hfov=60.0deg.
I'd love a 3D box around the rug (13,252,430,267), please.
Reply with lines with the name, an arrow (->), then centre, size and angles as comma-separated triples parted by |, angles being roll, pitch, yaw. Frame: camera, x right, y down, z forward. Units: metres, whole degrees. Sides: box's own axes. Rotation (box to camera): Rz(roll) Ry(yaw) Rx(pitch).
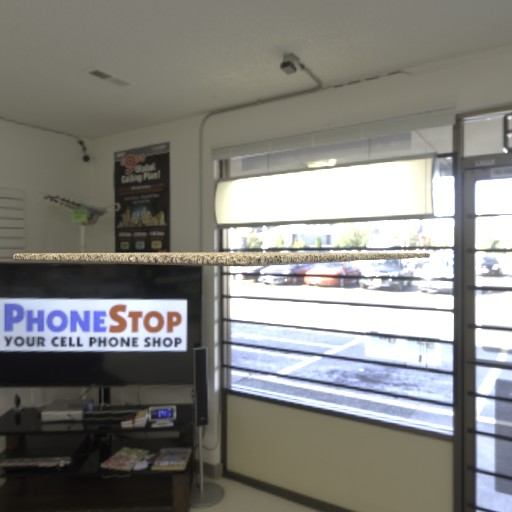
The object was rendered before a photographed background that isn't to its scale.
rug -> 0.000, 0.000, 2.205 | 1.219, 0.030, 1.778 | 0, 1, 36
